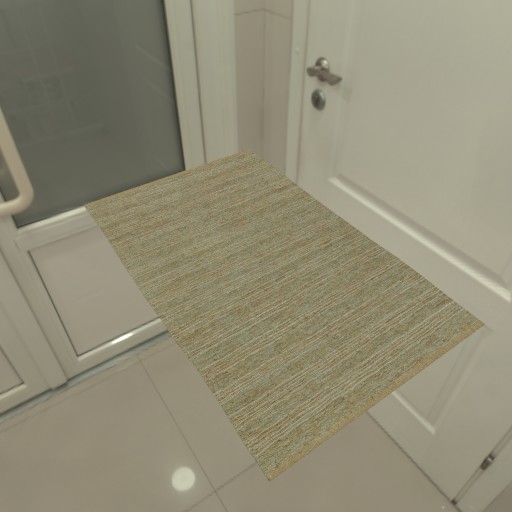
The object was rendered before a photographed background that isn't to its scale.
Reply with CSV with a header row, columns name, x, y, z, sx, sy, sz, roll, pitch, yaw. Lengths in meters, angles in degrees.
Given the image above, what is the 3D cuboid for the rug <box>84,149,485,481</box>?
name,x,y,z,sx,sy,sz,roll,pitch,yaw
rug,0.000,0.000,2.976,1.540,0.012,2.448,-25,48,-25
